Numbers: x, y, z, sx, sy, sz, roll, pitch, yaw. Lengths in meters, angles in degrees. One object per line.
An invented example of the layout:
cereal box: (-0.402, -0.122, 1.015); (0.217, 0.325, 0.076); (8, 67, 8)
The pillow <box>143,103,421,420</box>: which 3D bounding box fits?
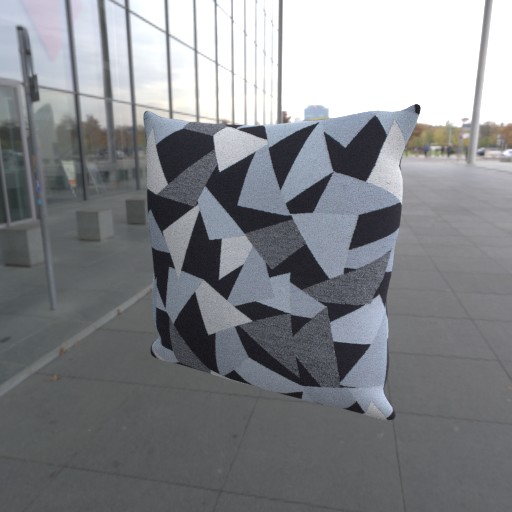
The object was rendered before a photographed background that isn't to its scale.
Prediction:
pillow: (0.000, 0.000, 0.767); (0.503, 0.496, 0.208); (7, 15, 27)
